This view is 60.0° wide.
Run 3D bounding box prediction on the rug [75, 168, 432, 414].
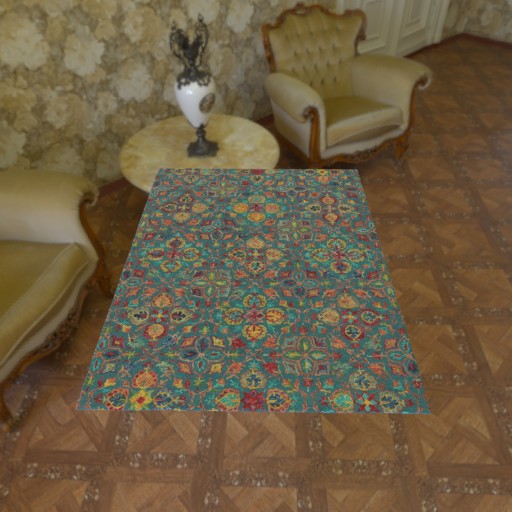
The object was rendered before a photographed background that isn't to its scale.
[{"bbox_3d":[0.000,0.000,4.215,2.434,0.025,3.204,1,41,1],"label":"rug"}]
